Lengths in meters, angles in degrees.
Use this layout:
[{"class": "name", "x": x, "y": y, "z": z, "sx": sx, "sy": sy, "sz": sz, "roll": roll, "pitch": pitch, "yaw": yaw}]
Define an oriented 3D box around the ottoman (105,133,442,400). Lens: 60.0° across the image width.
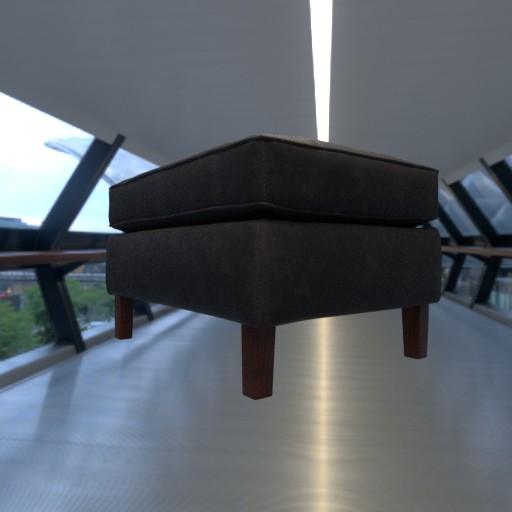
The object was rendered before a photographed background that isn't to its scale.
[{"class": "ottoman", "x": 0.000, "y": 0.000, "z": 1.000, "sx": 0.501, "sy": 0.413, "sz": 0.665, "roll": 0, "pitch": 1, "yaw": -37}]
